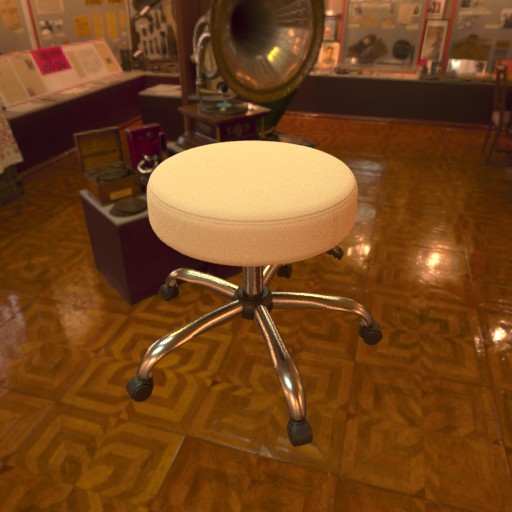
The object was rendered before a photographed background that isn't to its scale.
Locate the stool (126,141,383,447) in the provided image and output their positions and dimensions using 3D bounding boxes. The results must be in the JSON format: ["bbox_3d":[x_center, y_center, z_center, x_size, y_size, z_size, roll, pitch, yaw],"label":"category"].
[{"bbox_3d":[0.000,0.000,1.042,0.634,0.482,0.614,10,33,16],"label":"stool"}]
